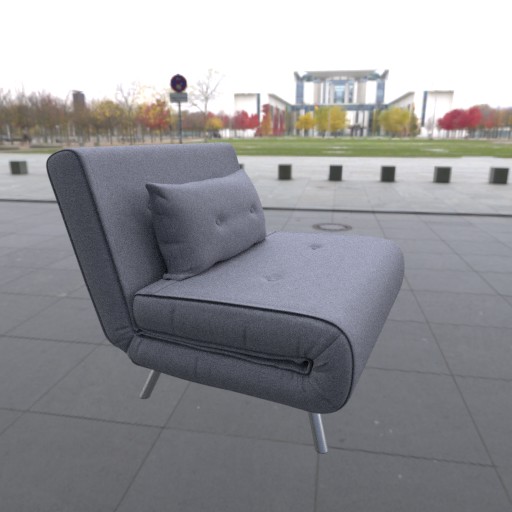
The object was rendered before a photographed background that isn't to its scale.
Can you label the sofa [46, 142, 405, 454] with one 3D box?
[{"bbox_3d":[0.000,0.000,1.705,1.000,0.825,1.020,7,17,24],"label":"sofa"}]
